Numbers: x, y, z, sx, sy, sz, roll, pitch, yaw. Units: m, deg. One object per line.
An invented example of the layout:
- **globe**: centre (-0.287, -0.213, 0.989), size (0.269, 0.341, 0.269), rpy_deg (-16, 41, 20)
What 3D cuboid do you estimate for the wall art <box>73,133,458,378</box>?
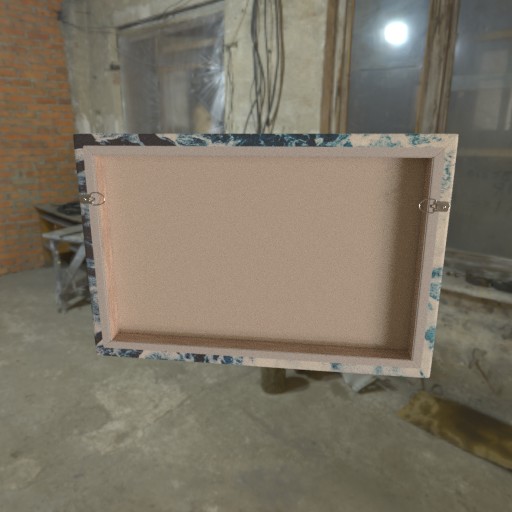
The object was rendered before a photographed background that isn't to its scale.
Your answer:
- **wall art**: centre (0.000, 0.000, 0.764), size (0.609, 0.407, 0.043), rpy_deg (2, 16, 8)
